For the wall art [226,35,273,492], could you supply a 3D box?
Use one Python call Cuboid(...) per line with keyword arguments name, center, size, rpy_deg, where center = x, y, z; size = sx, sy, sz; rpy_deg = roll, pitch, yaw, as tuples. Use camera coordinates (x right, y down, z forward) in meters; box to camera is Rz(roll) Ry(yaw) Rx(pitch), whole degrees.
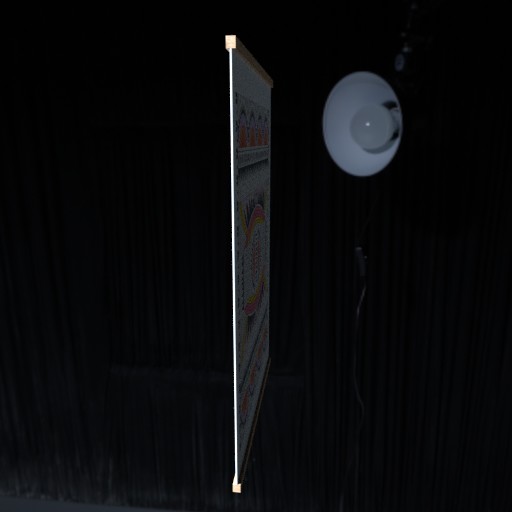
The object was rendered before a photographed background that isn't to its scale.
Cuboid(name="wall art", center=(0.000, 0.000, 1.910), size=(0.028, 1.533, 0.999), rpy_deg=(2, 15, 8))
